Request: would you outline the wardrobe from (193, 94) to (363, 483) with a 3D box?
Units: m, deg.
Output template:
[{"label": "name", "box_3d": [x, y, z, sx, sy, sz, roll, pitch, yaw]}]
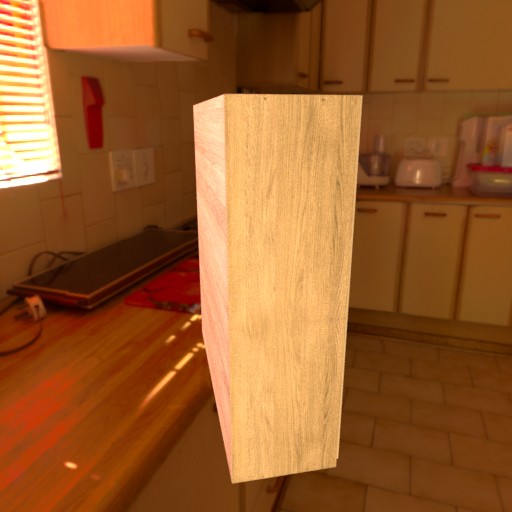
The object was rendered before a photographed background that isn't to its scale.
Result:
[{"label": "wardrobe", "box_3d": [0.000, 0.000, 2.964, 0.629, 1.960, 1.780, -4, 18, -11]}]
